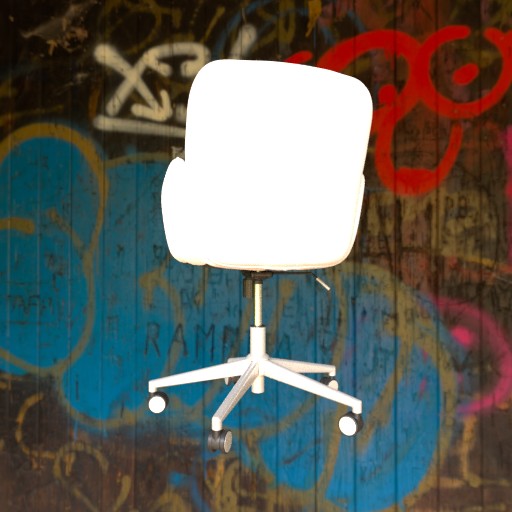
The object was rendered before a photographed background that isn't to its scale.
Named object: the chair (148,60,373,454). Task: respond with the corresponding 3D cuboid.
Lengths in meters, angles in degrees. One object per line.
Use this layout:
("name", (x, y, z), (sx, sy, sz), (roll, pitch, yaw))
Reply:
("chair", (0.000, 0.000, 1.390), (0.648, 0.959, 0.633), (0, -1, -18))
